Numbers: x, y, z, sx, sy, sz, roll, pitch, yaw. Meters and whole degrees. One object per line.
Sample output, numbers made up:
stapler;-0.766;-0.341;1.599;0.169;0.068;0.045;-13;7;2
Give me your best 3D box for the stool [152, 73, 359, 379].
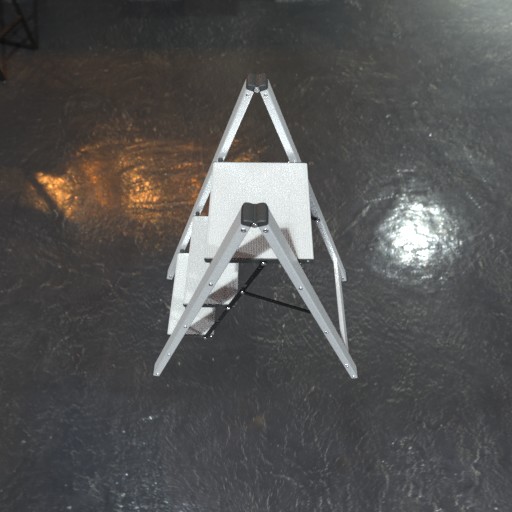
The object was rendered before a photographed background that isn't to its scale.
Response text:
stool;0.000;0.000;1.297;0.730;0.902;0.441;1;57;0
